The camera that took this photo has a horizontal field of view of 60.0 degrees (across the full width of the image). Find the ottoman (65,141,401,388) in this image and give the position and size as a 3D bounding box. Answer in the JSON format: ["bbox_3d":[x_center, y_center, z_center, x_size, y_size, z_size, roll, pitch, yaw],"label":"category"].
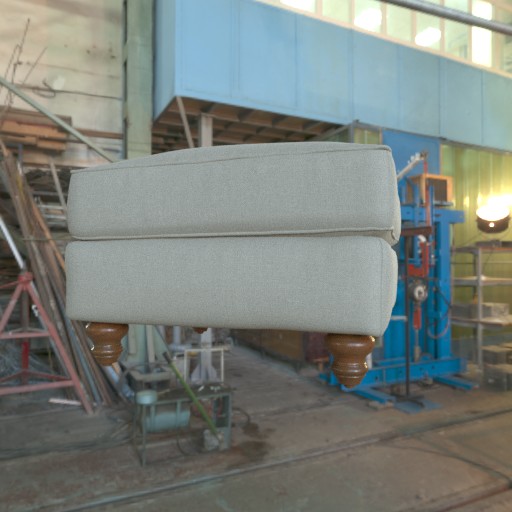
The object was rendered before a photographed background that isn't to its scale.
[{"bbox_3d":[0.000,0.000,1.157,0.716,0.505,0.662,0,-1,19],"label":"ottoman"}]
